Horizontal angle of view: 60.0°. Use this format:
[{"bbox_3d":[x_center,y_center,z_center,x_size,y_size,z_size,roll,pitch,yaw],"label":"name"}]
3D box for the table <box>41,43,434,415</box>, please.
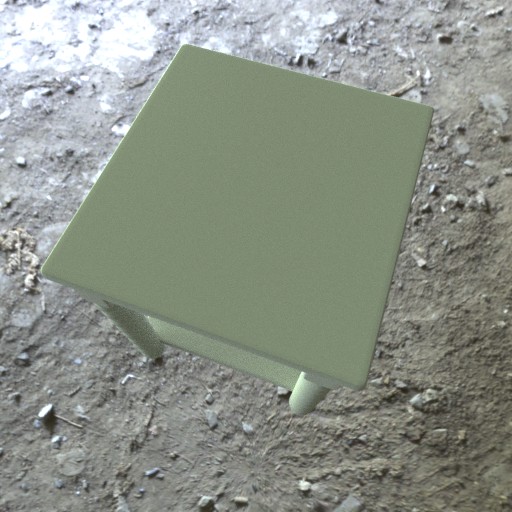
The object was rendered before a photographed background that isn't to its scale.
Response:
[{"bbox_3d":[0.000,0.000,0.983,0.500,0.563,0.533,18,65,9],"label":"table"}]
